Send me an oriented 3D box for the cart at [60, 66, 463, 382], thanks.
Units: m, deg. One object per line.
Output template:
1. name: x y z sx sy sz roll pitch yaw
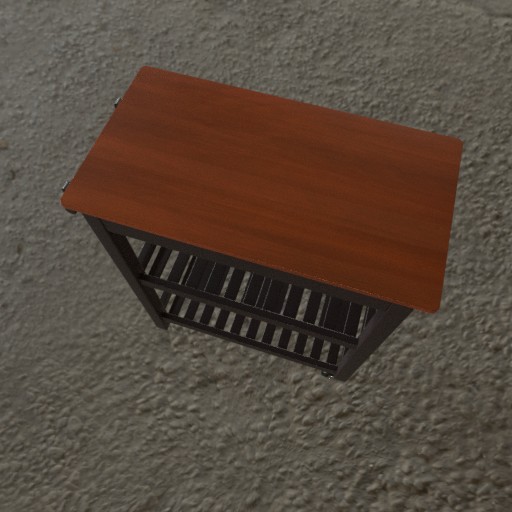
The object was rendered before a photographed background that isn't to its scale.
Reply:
1. cart: 0.000 0.000 1.439 0.899 0.927 0.457 16 65 8
